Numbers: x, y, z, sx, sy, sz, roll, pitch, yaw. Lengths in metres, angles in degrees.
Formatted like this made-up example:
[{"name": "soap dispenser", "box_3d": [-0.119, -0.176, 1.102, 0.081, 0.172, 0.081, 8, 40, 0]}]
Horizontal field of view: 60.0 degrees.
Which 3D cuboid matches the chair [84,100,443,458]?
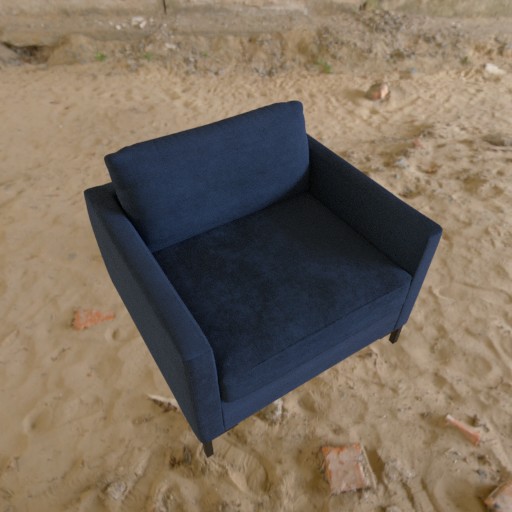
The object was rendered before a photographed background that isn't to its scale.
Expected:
[{"name": "chair", "box_3d": [0.000, 0.000, 1.653, 0.964, 0.812, 0.875, -24, 49, -22]}]
